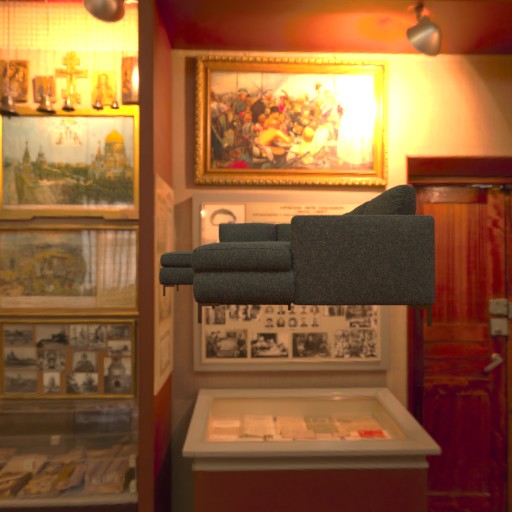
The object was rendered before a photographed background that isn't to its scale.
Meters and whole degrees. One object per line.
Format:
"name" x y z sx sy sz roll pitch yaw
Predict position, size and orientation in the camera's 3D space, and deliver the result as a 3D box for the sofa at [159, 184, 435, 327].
"sofa" 0.000 0.000 3.889 2.007 0.813 2.956 0 -1 0
